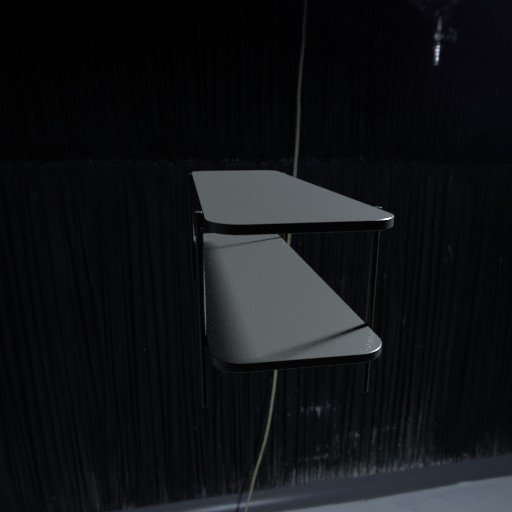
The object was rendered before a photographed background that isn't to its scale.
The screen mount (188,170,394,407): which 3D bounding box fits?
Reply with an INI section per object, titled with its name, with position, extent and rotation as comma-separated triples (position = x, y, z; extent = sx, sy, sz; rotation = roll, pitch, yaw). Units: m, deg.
[screen mount]
position = 0.000, 0.000, 1.417
extent = 0.400, 0.447, 1.200
rotation = -2, 15, -9
